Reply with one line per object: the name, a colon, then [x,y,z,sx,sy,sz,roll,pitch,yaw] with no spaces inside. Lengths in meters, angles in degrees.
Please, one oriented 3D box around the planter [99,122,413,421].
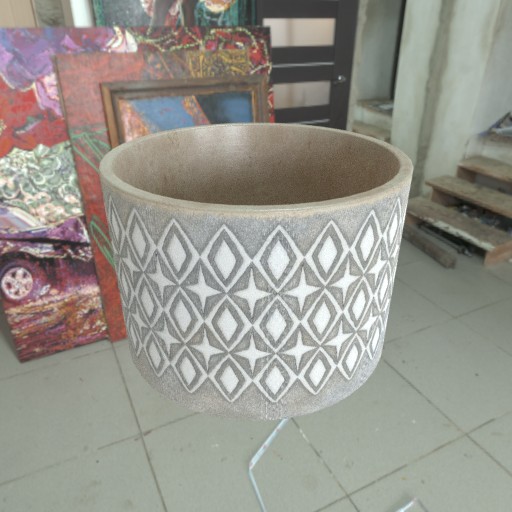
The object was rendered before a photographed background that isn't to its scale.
planter: [0.000,0.000,0.272,0.164,0.127,0.164,0,28,0]
